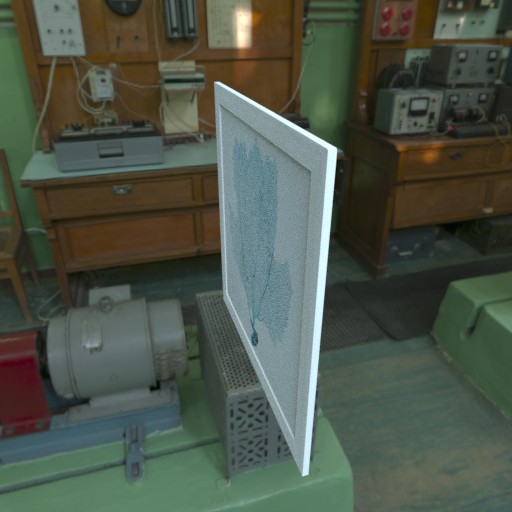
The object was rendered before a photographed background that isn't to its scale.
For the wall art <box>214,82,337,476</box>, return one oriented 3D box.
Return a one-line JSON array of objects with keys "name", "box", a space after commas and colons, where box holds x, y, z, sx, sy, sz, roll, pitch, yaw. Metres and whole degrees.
[{"name": "wall art", "box": [0.000, 0.000, 0.889, 0.013, 0.584, 0.584, -9, 30, -15]}]
